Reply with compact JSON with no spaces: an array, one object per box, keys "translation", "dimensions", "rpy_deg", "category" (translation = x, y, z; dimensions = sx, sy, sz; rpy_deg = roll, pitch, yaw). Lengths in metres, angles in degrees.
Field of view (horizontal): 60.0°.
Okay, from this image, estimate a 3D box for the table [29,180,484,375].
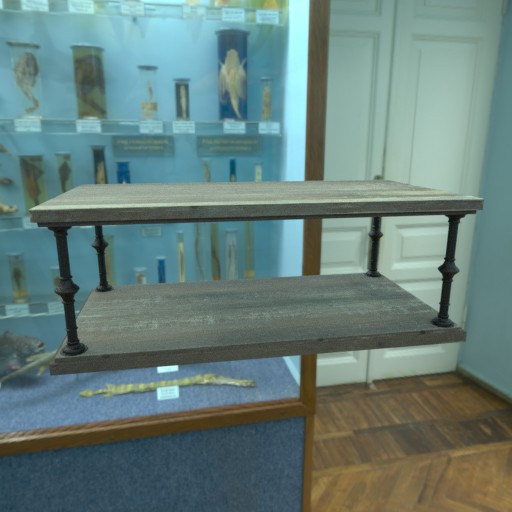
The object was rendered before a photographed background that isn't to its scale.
[{"translation":[0.000,0.000,1.358],"dimensions":[1.088,0.399,0.554],"rpy_deg":[-2,15,-9],"category":"table"}]
